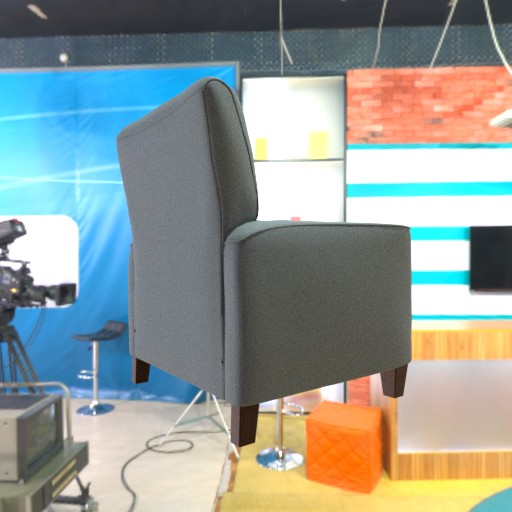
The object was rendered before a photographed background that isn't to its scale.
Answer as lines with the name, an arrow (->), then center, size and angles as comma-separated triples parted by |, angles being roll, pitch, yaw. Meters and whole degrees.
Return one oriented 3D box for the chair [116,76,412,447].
chair -> 0.000, 0.000, 1.666 | 0.846, 1.007, 0.853 | 0, 0, -37
